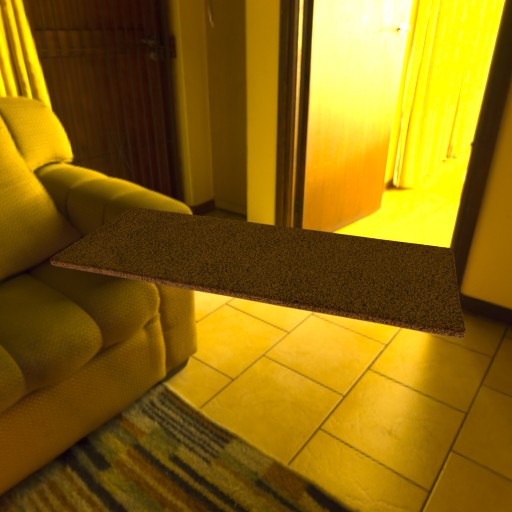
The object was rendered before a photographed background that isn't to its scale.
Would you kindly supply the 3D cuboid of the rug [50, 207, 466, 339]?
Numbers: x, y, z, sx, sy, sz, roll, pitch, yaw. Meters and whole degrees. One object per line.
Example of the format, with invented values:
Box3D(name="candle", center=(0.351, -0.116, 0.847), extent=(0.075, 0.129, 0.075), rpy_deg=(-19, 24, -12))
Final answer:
Box3D(name="rug", center=(0.000, 0.000, 1.796), extent=(1.524, 0.030, 0.609), rpy_deg=(9, 29, 16))
